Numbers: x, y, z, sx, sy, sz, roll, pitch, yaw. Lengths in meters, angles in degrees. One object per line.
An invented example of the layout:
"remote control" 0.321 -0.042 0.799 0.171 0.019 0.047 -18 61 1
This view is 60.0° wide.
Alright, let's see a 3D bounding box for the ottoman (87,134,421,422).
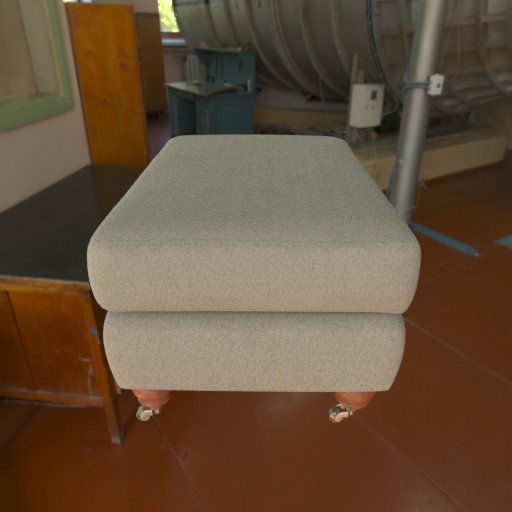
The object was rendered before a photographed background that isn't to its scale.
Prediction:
"ottoman" 0.000 0.000 1.129 0.569 0.504 0.773 0 27 1
